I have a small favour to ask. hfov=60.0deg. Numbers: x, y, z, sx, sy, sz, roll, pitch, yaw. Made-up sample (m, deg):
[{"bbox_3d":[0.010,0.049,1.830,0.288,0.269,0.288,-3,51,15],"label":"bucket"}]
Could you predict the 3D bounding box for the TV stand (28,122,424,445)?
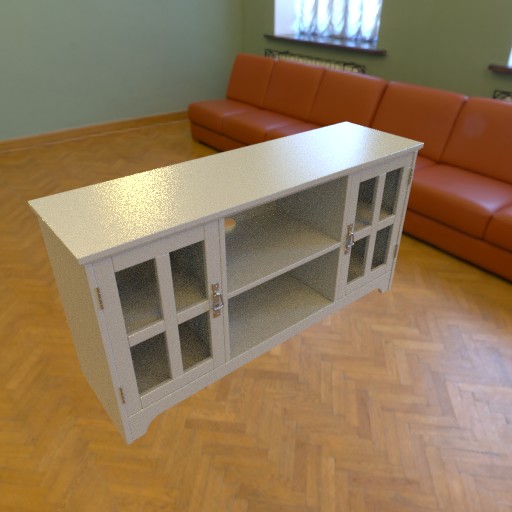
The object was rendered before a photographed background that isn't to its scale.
[{"bbox_3d":[0.000,0.000,1.445,1.167,0.603,0.344,-23,38,-32],"label":"TV stand"}]
